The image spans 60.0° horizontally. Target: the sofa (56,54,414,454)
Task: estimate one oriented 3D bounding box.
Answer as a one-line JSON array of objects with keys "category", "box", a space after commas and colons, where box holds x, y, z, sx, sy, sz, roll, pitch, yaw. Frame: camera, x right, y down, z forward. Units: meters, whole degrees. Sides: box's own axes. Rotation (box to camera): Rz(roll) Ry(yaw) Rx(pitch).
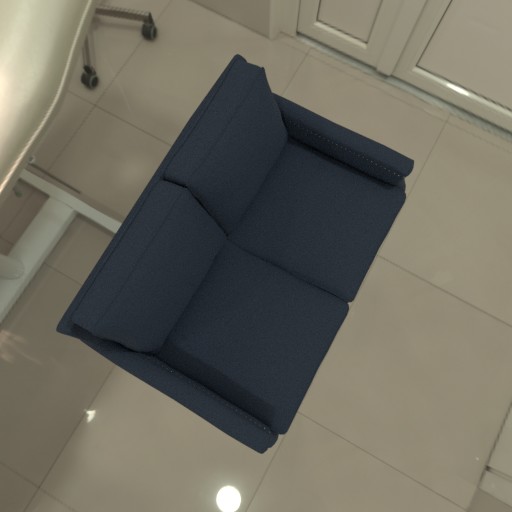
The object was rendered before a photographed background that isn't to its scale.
[{"category": "sofa", "box": [0.000, 0.000, 2.248, 1.084, 1.003, 1.597, 29, 78, 6]}]
